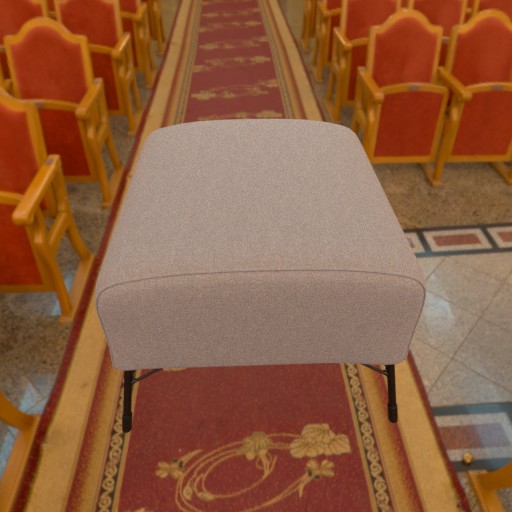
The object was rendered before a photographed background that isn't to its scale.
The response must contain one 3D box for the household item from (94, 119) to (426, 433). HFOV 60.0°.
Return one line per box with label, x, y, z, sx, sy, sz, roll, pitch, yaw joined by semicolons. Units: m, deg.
household item;0.000;0.000;0.913;0.530;0.410;0.530;-1;40;-2
